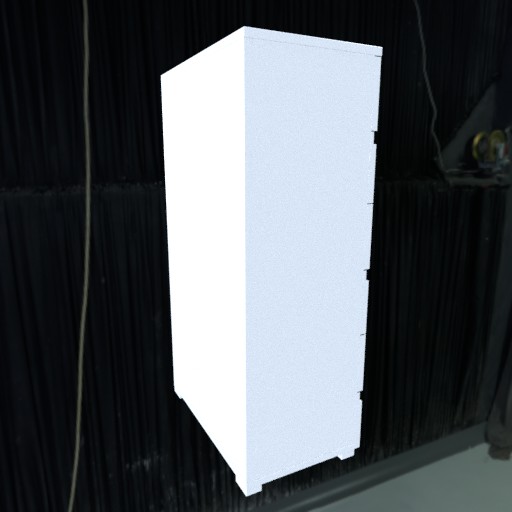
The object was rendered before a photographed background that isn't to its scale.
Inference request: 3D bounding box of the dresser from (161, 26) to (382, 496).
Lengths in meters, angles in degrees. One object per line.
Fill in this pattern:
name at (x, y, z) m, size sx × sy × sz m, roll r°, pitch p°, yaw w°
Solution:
dresser at (0.000, 0.000, 1.464) m, size 0.400 × 1.190 × 0.650 m, roll -6°, pitch 14°, yaw -27°
